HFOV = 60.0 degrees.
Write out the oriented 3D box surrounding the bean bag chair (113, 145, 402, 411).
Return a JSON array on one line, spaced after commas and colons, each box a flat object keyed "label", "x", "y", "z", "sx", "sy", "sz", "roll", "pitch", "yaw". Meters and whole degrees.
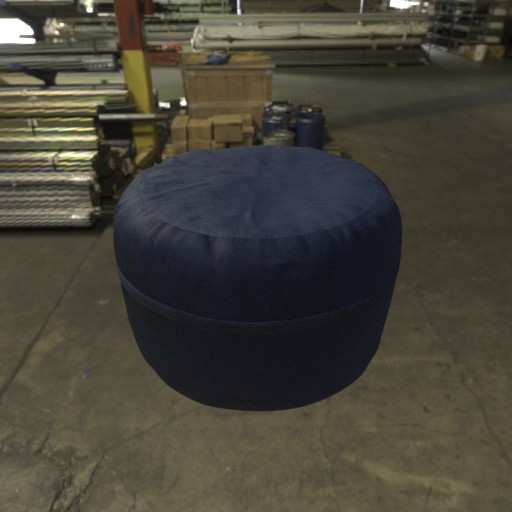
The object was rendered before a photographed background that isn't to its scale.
[{"label": "bean bag chair", "x": 0.000, "y": 0.000, "z": 1.983, "sx": 1.219, "sy": 0.762, "sz": 1.219, "roll": 0, "pitch": 31, "yaw": 0}]
